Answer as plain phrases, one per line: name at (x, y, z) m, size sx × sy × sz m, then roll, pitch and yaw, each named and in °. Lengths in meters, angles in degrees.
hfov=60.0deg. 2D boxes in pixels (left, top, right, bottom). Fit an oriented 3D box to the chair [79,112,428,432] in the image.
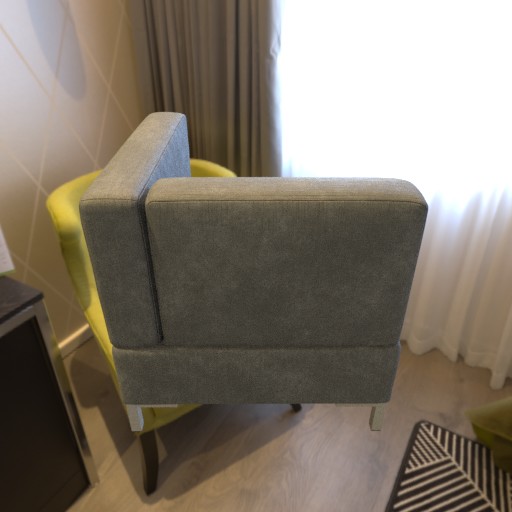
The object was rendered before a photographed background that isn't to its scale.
chair at (0.000, 0.000, 1.238) m, size 0.680 × 0.660 × 0.680 m, roll 0°, pitch 32°, yaw 0°
